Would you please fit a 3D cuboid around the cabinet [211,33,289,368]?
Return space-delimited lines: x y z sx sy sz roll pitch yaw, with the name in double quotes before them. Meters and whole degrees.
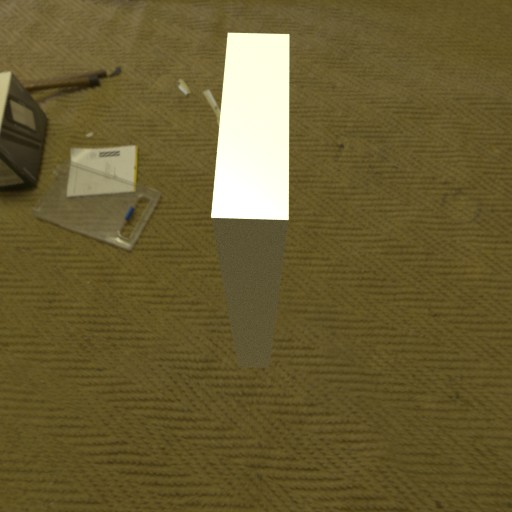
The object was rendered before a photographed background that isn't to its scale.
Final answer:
"cabinet" 0.000 0.000 1.996 0.192 1.770 0.643 2 65 1
